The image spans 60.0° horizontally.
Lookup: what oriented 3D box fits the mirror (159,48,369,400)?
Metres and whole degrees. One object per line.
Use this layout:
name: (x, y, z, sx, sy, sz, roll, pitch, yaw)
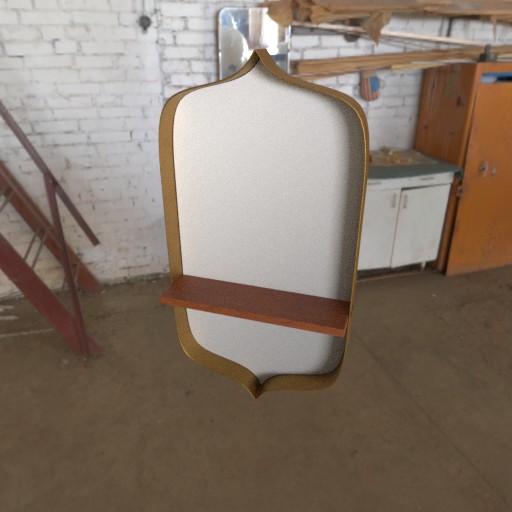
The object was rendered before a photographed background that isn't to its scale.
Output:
mirror: (0.000, 0.000, 0.725, 0.323, 0.613, 0.096, 8, 27, 16)
